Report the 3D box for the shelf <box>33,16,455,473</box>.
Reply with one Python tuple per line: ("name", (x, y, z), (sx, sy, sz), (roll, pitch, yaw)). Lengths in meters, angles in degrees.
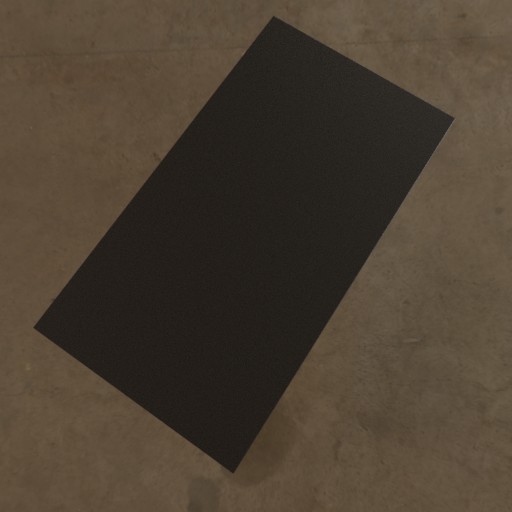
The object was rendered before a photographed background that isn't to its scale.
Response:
("shelf", (0.000, 0.000, 1.326), (0.498, 0.749, 0.902), (33, 79, 7))
